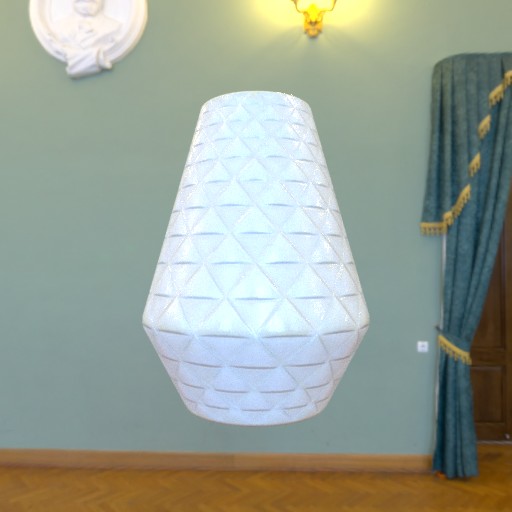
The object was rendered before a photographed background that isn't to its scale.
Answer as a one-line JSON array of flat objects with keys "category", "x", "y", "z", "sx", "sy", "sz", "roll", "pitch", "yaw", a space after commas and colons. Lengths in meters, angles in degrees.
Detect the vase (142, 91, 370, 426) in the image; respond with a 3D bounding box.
[{"category": "vase", "x": 0.000, "y": 0.000, "z": 0.352, "sx": 0.175, "sy": 0.230, "sz": 0.175, "roll": 0, "pitch": -1, "yaw": 0}]
